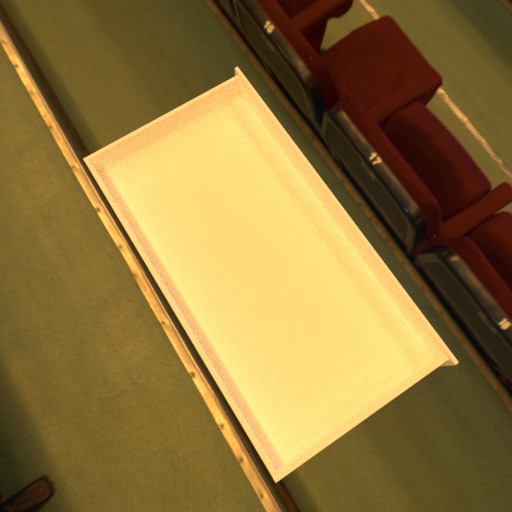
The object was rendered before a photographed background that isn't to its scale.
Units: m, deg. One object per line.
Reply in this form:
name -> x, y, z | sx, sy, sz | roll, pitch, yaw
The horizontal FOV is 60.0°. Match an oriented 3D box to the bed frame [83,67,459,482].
bed frame -> 0.000, 0.000, 1.548 | 0.670, 0.141, 1.300 | -32, 77, -9
